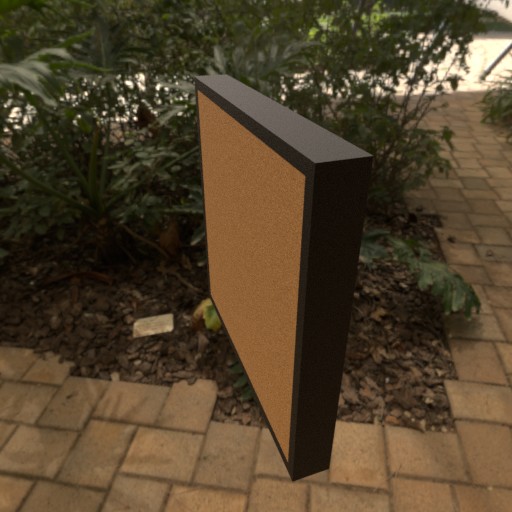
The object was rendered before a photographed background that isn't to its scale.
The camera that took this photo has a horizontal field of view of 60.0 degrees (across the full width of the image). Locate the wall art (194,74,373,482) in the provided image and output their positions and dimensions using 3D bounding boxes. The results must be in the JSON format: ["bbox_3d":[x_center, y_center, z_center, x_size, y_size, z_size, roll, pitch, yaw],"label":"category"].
[{"bbox_3d":[0.000,0.000,0.457,0.038,0.304,0.305,-10,33,-17],"label":"wall art"}]
